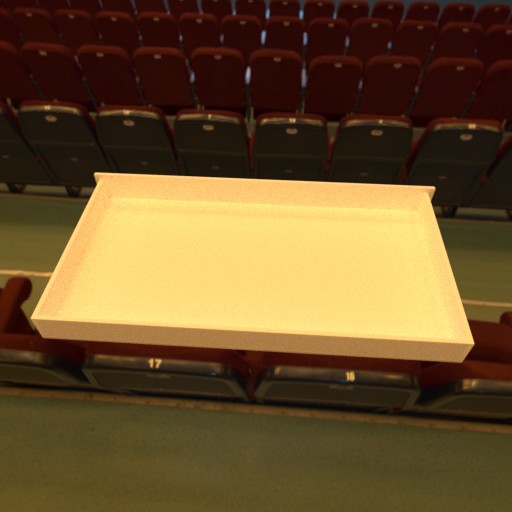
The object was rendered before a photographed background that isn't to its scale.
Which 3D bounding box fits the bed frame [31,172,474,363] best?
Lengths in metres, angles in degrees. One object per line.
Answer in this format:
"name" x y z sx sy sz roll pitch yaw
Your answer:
"bed frame" 0.000 0.000 1.517 1.300 0.141 0.670 3 47 3
